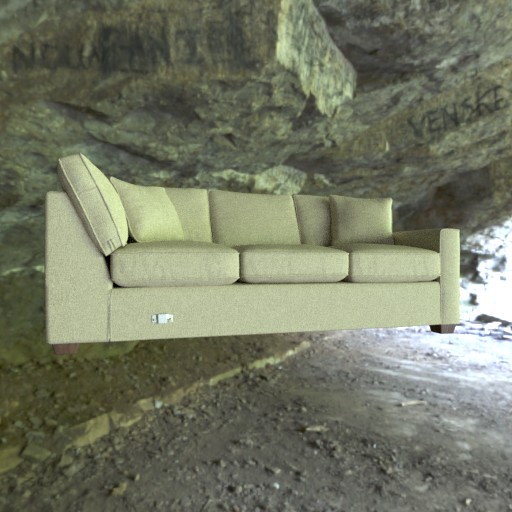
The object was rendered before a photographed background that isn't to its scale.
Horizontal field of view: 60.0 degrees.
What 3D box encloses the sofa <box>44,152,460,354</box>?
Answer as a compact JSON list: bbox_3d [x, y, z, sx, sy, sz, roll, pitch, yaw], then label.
[{"bbox_3d":[0.000,0.000,2.817,2.323,0.948,1.053,0,-1,-17],"label":"sofa"}]
